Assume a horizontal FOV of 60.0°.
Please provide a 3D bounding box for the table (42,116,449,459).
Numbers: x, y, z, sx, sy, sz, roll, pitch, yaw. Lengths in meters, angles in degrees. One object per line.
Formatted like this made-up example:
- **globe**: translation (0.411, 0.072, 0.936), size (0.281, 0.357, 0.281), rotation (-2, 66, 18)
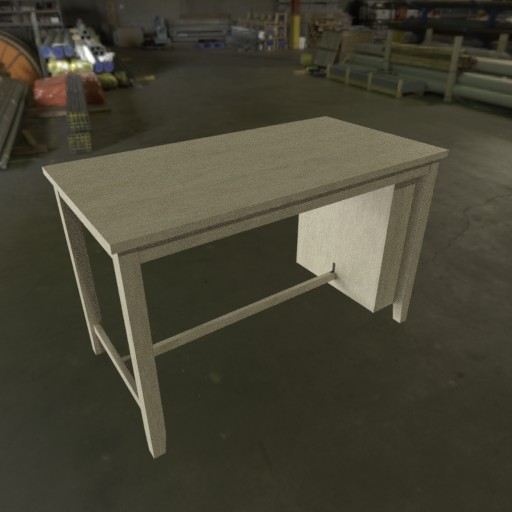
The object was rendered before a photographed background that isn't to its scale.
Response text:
- **table**: translation (0.000, 0.000, 1.925), size (1.397, 0.874, 0.729), rotation (-19, 35, -30)
